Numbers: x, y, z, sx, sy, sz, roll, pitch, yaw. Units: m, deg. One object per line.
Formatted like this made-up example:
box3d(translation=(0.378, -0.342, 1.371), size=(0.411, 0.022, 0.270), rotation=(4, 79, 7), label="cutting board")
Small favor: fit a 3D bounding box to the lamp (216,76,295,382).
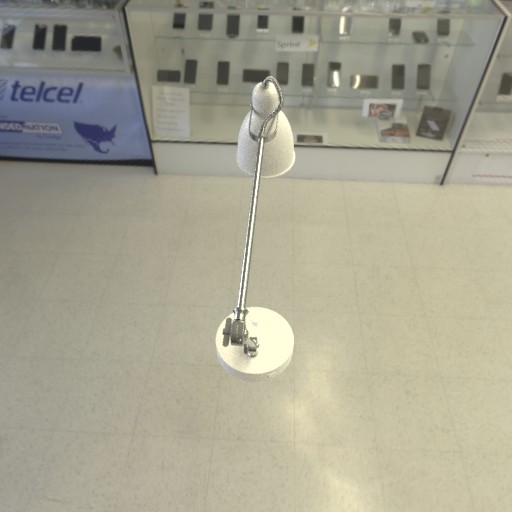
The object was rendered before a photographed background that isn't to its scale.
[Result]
box3d(translation=(0.000, 0.000, 0.892), size=(0.187, 0.587, 0.561), rotation=(4, 47, 4), label="lamp")
